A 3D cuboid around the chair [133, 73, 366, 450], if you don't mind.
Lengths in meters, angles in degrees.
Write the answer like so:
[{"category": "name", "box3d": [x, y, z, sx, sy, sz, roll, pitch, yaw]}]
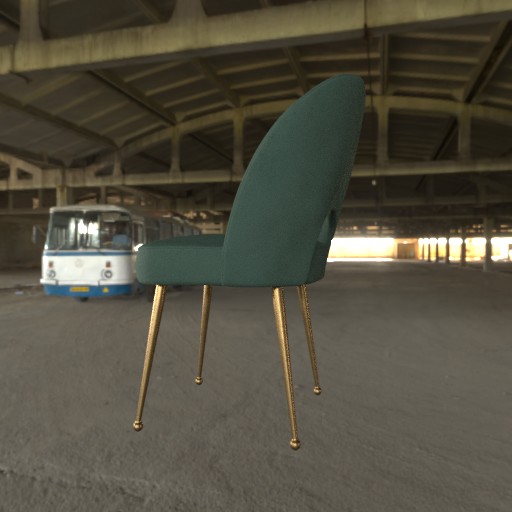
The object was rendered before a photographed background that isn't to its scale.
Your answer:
[{"category": "chair", "box3d": [0.000, 0.000, 1.208, 0.577, 0.860, 0.527, 0, 1, 15]}]
